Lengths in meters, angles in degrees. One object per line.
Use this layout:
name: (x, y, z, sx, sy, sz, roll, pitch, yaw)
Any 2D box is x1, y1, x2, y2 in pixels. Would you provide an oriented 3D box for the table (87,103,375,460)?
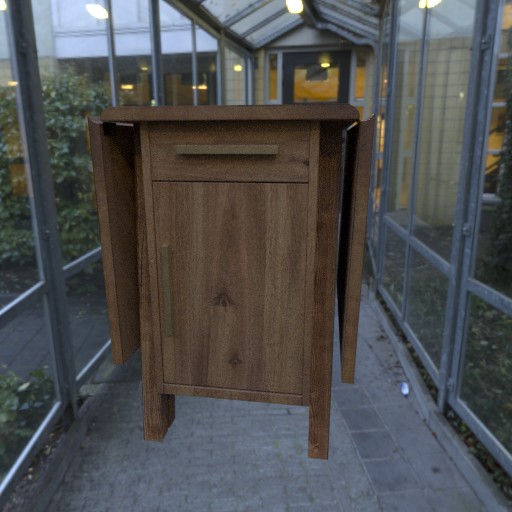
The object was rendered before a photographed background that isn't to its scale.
table: (0.000, 0.000, 1.634, 0.701, 0.981, 0.967, 2, 15, 9)
